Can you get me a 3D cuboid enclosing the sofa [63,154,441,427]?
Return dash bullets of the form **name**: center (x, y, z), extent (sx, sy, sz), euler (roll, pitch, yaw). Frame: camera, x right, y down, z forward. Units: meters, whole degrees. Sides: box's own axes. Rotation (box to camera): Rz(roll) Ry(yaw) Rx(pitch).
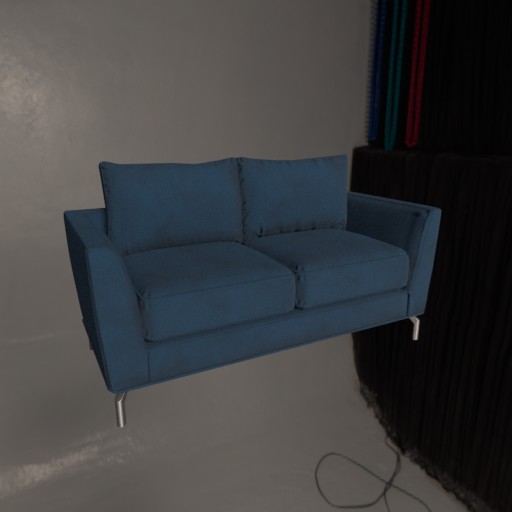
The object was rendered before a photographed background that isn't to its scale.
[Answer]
- **sofa**: center (0.000, 0.000, 2.343), extent (1.770, 1.002, 0.853), euler (-8, 18, -27)
